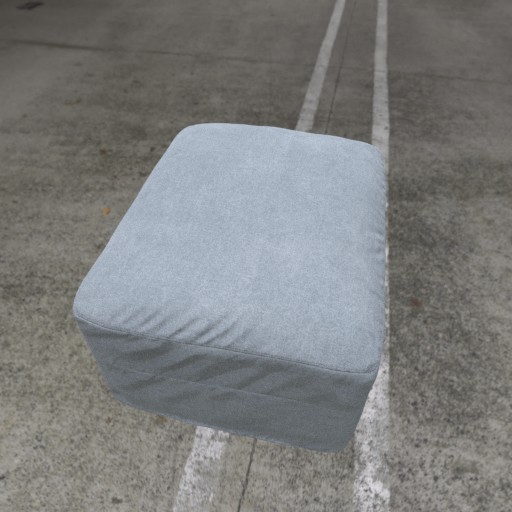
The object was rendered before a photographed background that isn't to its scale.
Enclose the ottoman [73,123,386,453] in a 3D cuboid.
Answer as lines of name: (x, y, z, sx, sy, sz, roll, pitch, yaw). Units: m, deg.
ottoman: (0.000, 0.000, 1.263, 0.683, 0.481, 0.837, 9, 47, 8)
